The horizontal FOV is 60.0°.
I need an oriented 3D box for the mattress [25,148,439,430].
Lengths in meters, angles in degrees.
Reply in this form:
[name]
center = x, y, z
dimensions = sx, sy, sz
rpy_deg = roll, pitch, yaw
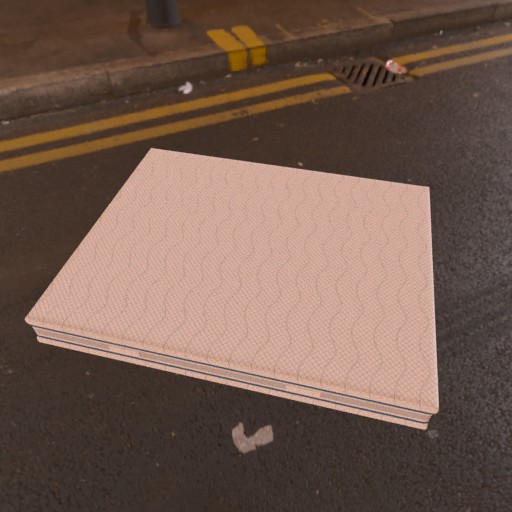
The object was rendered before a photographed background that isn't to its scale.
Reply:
[mattress]
center = 0.000, 0.000, 2.664
dimensions = 2.000, 0.230, 1.600
rpy_deg = 10, 47, 9
